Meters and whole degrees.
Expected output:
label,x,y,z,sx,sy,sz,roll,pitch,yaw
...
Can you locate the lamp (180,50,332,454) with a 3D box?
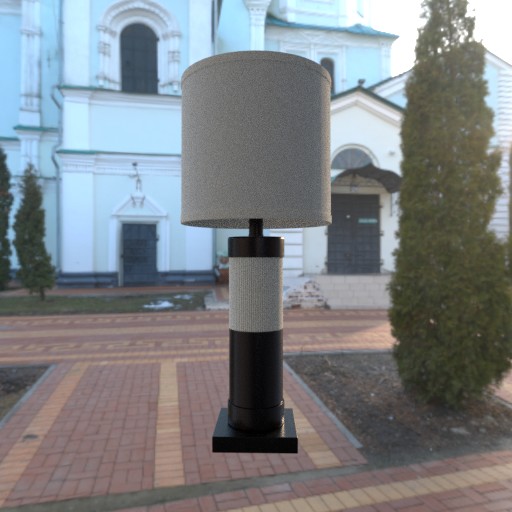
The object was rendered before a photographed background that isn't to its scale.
label,x,y,z,sx,sy,sz,roll,pitch,yaw
lamp,0.000,0.000,0.627,0.211,0.509,0.211,0,0,1
